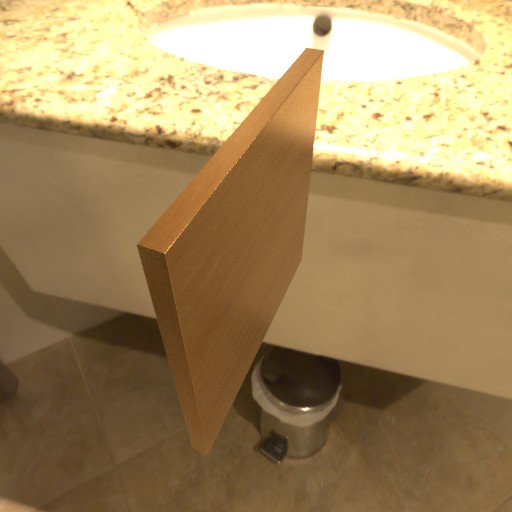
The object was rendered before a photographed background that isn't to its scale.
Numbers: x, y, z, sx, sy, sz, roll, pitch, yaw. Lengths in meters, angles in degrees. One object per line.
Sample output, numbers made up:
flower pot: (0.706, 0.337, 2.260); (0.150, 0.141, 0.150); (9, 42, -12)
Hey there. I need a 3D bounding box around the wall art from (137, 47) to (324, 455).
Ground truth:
wall art: (0.000, 0.000, 0.452); (0.019, 0.302, 0.302); (17, 49, 16)
